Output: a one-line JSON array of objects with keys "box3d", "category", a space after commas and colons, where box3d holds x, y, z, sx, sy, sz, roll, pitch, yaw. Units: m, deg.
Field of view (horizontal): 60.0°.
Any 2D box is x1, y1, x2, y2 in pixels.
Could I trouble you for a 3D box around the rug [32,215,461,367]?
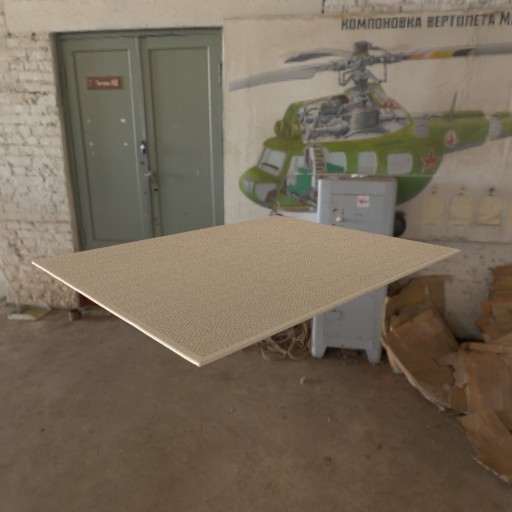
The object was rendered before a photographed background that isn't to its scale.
[{"box3d": [0.000, 0.000, 3.978, 3.051, 0.020, 2.407, -15, 22, -42], "category": "rug"}]
